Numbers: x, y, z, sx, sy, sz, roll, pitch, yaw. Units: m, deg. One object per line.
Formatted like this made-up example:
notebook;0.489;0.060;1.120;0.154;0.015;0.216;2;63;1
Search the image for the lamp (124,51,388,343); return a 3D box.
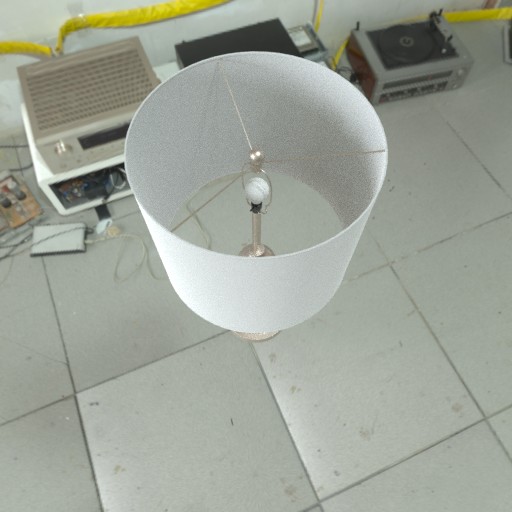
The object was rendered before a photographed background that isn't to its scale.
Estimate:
lamp;0.000;0.000;0.705;0.277;0.538;0.277;34;68;16
